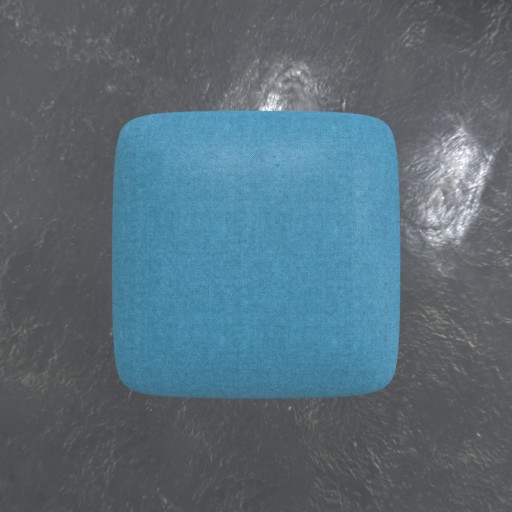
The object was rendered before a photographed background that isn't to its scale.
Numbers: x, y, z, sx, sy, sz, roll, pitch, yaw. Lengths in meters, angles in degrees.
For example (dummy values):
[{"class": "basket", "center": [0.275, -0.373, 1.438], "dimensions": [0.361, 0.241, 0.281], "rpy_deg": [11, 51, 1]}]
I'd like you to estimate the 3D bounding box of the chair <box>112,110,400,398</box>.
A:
[{"class": "chair", "center": [0.000, 0.000, 0.725], "dimensions": [0.360, 0.450, 0.360], "rpy_deg": [0, 89, 0]}]
